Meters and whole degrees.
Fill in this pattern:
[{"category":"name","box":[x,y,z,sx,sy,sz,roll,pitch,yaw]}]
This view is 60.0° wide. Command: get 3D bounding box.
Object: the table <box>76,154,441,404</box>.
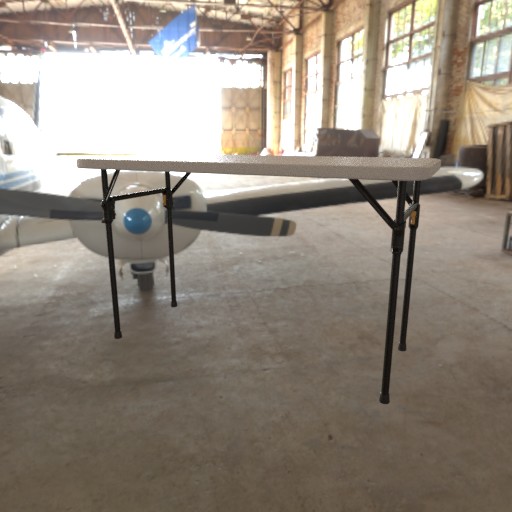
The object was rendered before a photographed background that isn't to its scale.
[{"category":"table","box":[0.000,0.000,1.695,1.219,0.729,0.610,7,16,25]}]
